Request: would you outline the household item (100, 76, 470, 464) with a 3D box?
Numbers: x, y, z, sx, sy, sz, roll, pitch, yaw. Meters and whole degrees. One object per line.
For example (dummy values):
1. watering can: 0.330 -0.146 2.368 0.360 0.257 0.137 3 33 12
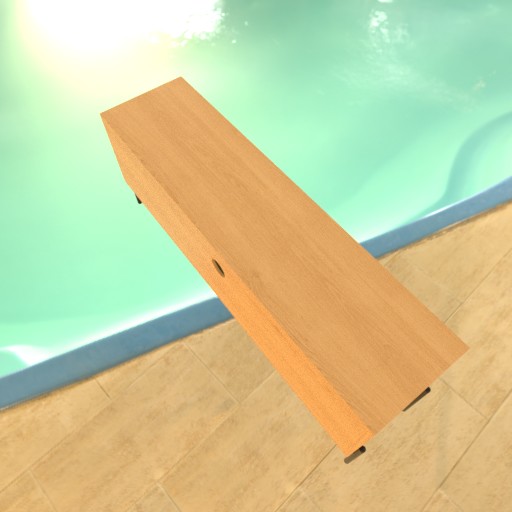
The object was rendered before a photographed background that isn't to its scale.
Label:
1. household item: 0.000 0.000 1.755 0.400 0.600 1.550 -33 64 -19
